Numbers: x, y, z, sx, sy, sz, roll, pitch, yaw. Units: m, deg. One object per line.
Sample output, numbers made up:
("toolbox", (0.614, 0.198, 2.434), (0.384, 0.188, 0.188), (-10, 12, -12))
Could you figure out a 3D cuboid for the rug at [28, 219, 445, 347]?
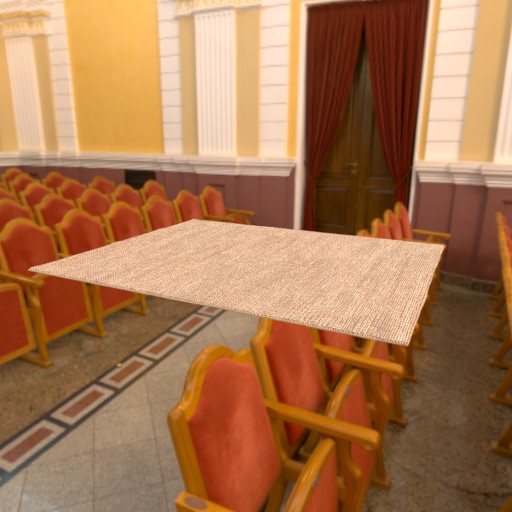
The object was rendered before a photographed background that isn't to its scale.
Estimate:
("rug", (0.000, 0.000, 4.084), (3.052, 0.030, 2.429), (8, 17, 26))
